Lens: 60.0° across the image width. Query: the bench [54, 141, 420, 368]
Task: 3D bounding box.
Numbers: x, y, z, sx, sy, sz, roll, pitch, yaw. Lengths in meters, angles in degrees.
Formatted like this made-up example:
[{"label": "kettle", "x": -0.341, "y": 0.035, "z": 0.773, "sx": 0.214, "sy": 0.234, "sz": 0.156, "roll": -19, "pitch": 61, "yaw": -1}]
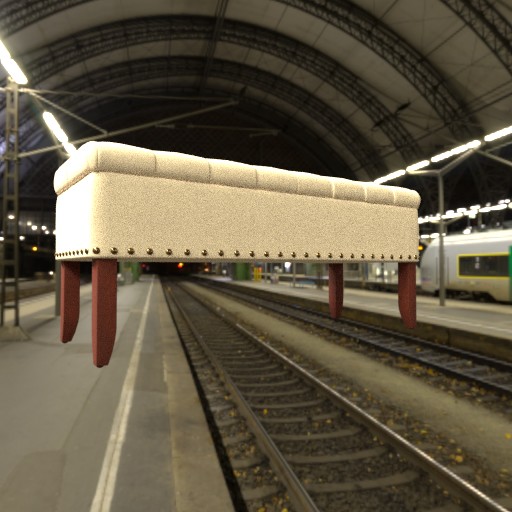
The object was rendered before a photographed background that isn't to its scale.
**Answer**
[{"label": "bench", "x": 0.000, "y": 0.000, "z": 1.311, "sx": 1.054, "sy": 0.470, "sz": 0.400, "roll": 1, "pitch": -2, "yaw": -34}]
